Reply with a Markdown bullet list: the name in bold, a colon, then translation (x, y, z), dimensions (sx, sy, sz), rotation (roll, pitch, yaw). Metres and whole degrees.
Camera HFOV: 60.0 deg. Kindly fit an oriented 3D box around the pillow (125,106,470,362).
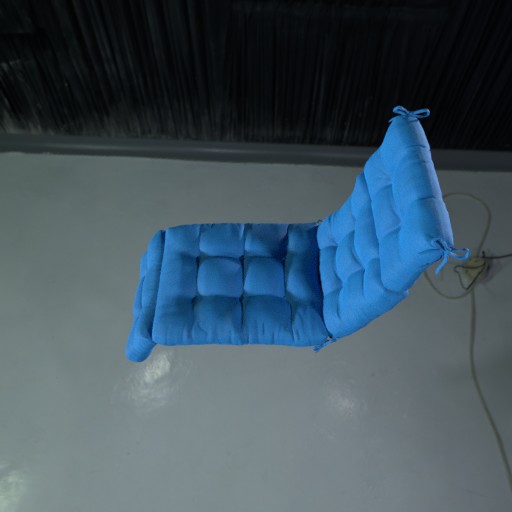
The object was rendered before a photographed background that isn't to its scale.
- **pillow**: translation (0.000, 0.000, 1.510), dimensions (1.016, 0.863, 0.526), rotation (0, 58, 0)
